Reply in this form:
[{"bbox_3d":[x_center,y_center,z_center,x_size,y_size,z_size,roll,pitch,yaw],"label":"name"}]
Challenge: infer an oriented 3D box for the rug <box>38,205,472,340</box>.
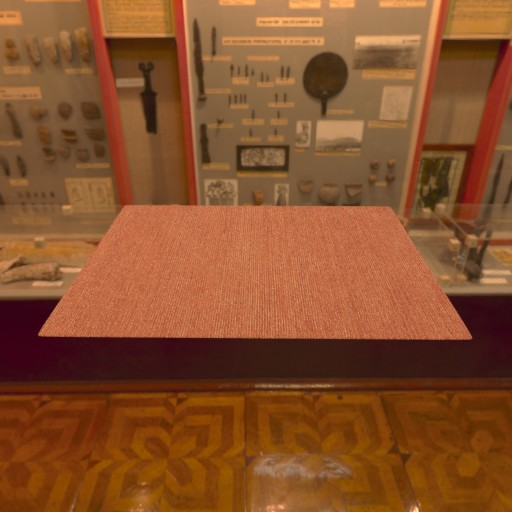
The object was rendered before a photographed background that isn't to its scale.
[{"bbox_3d":[0.000,0.000,2.827,2.112,0.009,1.594,0,30,1],"label":"rug"}]
